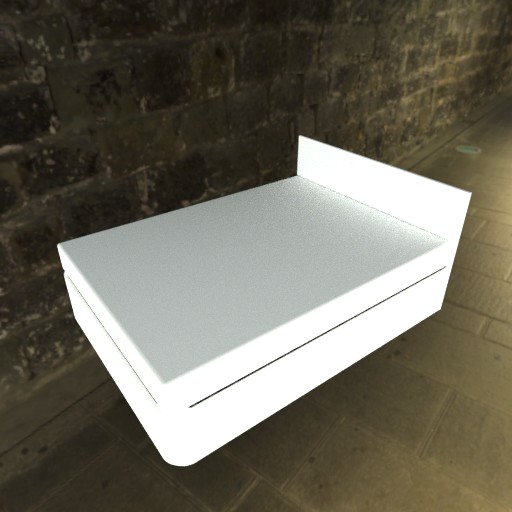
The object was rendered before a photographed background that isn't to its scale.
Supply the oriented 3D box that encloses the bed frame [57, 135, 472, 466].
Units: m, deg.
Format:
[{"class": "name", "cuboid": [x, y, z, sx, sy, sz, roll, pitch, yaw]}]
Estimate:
[{"class": "bed frame", "cuboid": [0.000, 0.000, 2.624, 1.900, 0.800, 1.400, -21, 37, -31]}]
